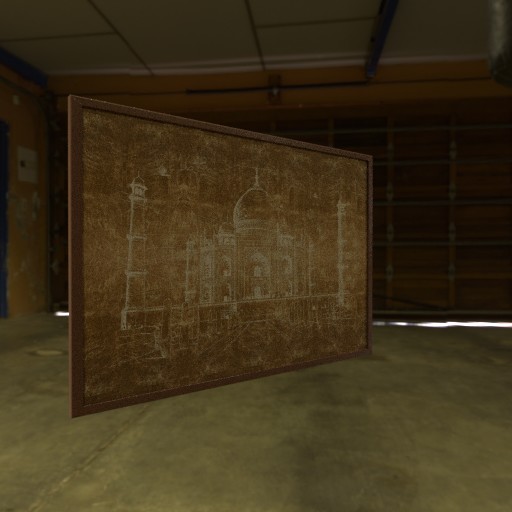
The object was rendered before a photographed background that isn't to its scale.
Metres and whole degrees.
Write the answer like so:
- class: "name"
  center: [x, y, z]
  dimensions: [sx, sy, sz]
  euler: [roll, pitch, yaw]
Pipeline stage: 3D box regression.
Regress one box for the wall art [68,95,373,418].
- class: "wall art"
  center: [0.000, 0.000, 0.825]
  dimensions: [0.660, 0.455, 0.014]
  euler: [0, 1, -37]
